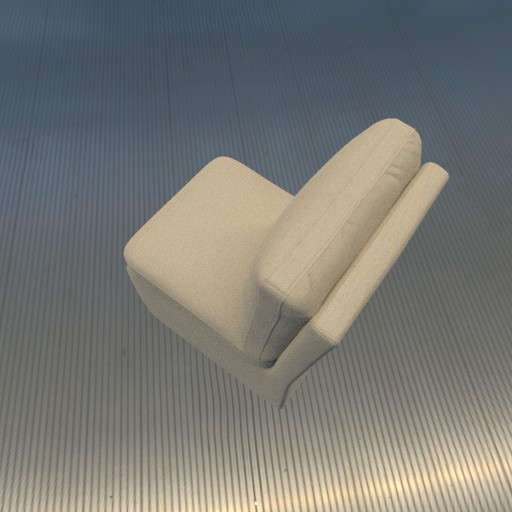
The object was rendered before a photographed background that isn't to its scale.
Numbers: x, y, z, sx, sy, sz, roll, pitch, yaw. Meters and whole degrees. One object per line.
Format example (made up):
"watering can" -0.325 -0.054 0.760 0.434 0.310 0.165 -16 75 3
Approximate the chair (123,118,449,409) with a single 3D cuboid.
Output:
"chair" 0.000 0.000 1.294 0.698 0.927 0.503 33 66 17
